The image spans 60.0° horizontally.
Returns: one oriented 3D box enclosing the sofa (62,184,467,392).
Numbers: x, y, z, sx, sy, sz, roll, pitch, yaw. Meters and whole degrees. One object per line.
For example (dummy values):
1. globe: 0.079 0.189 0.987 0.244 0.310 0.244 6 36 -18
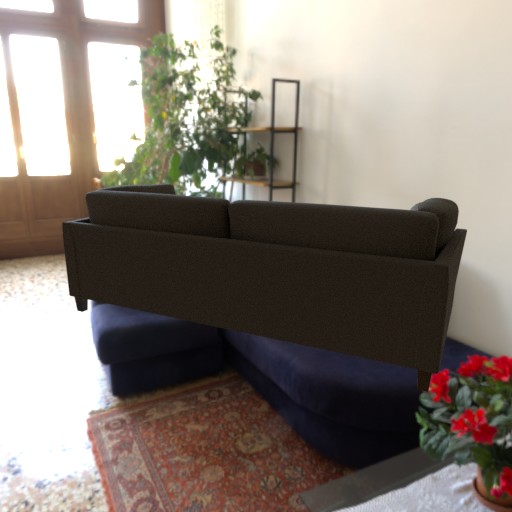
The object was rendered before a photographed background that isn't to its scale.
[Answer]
1. sofa: 0.000 0.000 2.752 2.312 0.792 0.969 7 16 26
